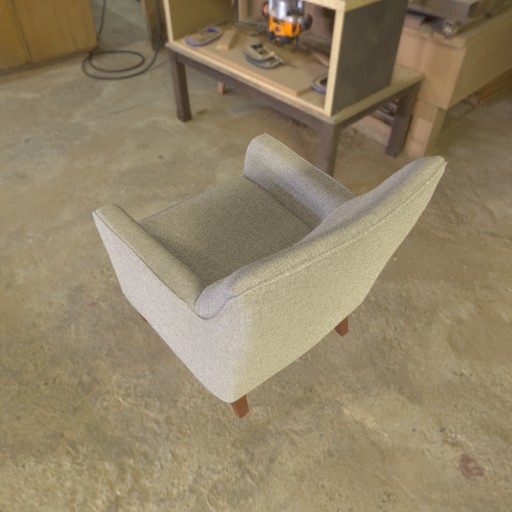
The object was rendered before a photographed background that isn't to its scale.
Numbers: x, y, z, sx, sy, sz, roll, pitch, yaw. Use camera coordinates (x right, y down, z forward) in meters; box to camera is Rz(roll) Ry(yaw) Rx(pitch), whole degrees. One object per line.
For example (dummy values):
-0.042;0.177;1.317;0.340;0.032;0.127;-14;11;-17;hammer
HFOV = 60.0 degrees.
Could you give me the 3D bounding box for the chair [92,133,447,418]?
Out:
0.000;0.000;1.796;0.887;1.047;0.993;-31;54;-27;chair
